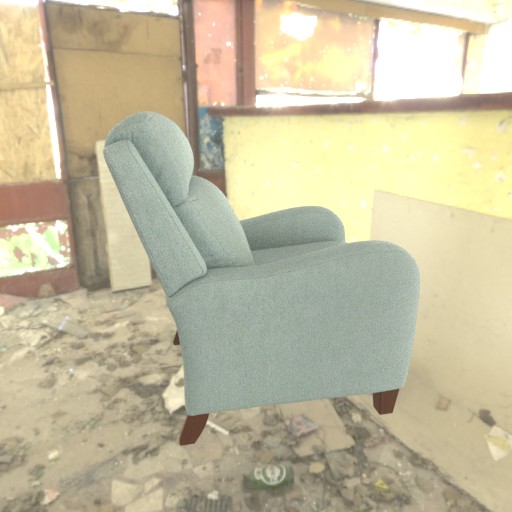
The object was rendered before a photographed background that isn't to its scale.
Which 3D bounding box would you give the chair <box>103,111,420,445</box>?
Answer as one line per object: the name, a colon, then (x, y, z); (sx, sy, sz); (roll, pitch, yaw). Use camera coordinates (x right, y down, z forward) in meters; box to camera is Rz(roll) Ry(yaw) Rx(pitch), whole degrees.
chair: (0.000, 0.000, 1.727); (0.988, 1.067, 0.785); (-3, 17, -11)
